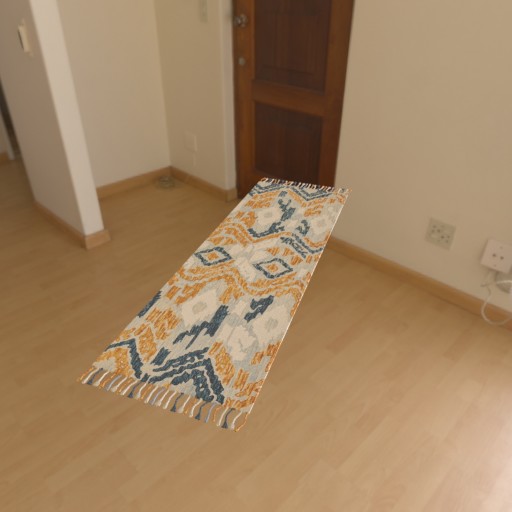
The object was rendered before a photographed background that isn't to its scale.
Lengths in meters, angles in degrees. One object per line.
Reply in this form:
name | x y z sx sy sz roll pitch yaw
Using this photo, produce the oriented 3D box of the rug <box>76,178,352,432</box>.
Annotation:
rug | 0.000 0.000 2.775 0.783 0.010 2.437 11 34 17
